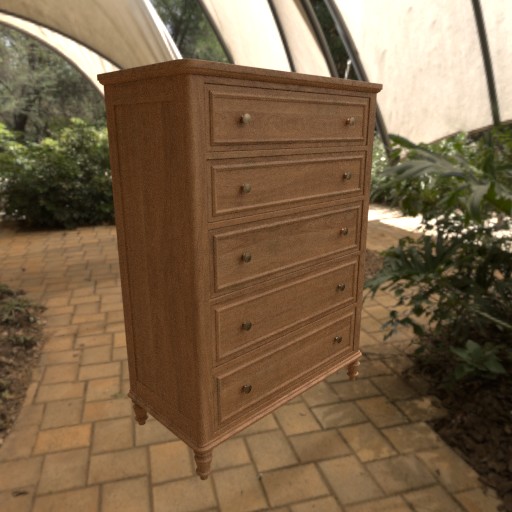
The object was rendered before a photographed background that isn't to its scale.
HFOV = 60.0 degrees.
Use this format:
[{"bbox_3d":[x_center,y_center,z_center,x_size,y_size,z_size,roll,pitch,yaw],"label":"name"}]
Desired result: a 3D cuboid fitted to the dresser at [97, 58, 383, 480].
[{"bbox_3d":[0.000,0.000,1.777,0.973,1.318,0.484,-15,22,-42],"label":"dresser"}]
